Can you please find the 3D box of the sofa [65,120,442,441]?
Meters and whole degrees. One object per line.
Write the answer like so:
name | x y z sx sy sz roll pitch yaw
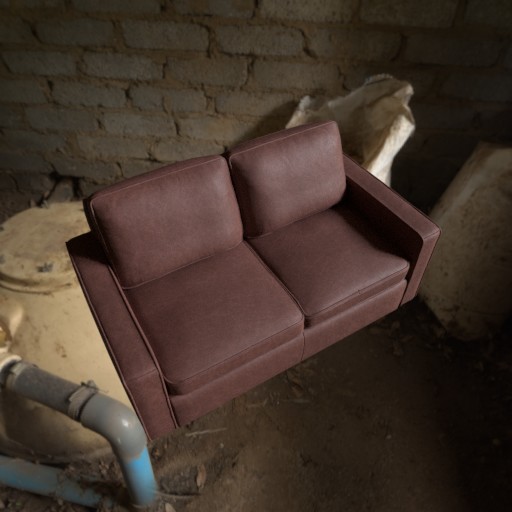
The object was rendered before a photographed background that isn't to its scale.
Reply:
sofa | 0.000 0.000 2.335 1.709 0.918 0.947 -23 50 -21
